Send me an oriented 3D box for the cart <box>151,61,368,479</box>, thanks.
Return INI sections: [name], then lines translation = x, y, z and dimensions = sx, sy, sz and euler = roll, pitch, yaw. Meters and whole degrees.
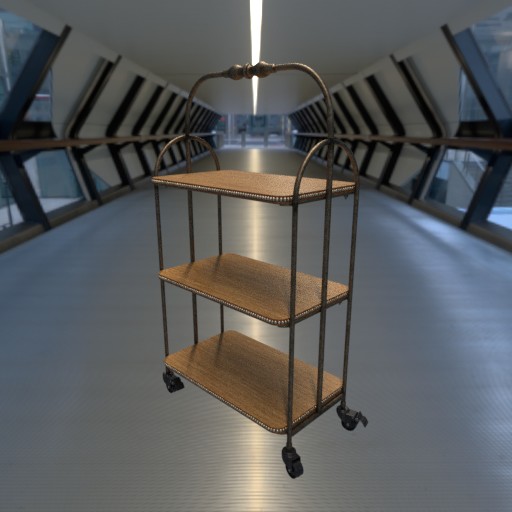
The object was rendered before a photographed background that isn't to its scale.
[cart]
translation = 0.000, 0.000, 1.304
dimensions = 0.650, 1.052, 0.330
euler = 15, 22, 42
